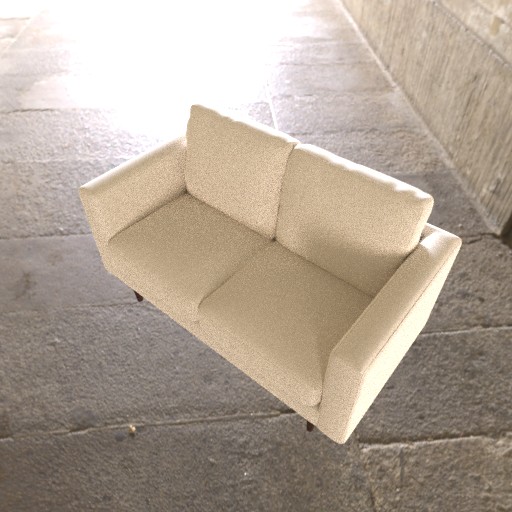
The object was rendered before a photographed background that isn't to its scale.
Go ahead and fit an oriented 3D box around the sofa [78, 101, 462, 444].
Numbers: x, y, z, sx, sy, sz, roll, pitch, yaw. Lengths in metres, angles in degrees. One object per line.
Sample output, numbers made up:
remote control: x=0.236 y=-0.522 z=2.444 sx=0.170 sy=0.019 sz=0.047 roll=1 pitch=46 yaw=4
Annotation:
sofa: x=0.000 y=0.000 z=1.972 sx=1.430 sy=0.908 sz=0.796 roll=30 pitch=53 yaw=27
